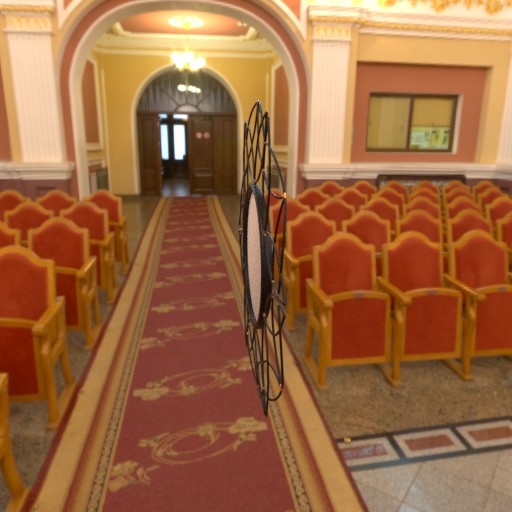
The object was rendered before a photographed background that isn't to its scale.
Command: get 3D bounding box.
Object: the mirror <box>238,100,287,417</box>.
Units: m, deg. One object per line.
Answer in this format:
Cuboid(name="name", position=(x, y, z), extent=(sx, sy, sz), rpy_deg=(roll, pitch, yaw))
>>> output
Cuboid(name="mirror", position=(0.000, 0.000, 1.164), extent=(0.028, 0.775, 0.797), rpy_deg=(-2, 14, -8))
